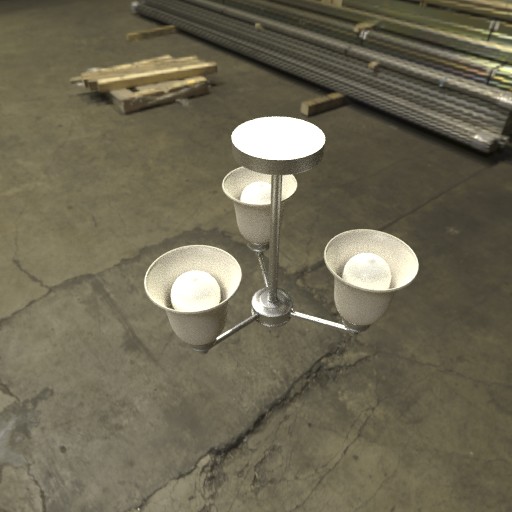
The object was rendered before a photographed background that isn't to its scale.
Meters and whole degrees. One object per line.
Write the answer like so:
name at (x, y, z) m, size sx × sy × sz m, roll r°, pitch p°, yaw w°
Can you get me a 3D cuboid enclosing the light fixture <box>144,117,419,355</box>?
light fixture at (0.000, 0.000, 0.677) m, size 0.354 × 0.370 × 0.388 m, roll -28°, pitch 48°, yaw -28°
